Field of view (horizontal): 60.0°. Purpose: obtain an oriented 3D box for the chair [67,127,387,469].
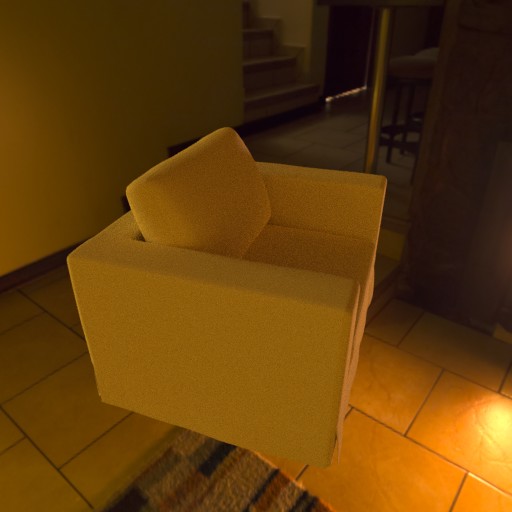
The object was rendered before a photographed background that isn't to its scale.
[{"bbox_3d":[0.000,0.000,1.856,0.957,0.878,1.150,10,32,16],"label":"chair"}]
